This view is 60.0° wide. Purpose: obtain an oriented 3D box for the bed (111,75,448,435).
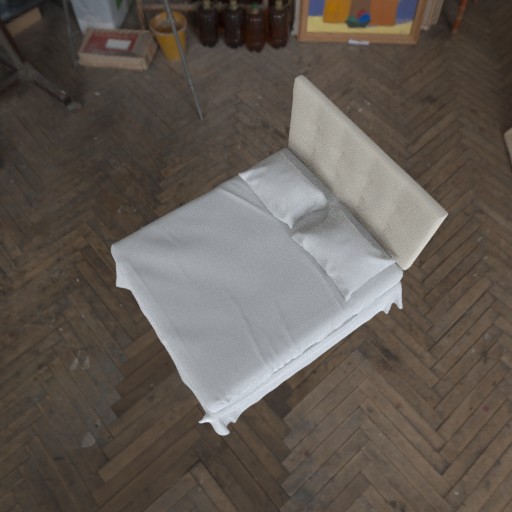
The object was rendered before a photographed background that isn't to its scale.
[{"bbox_3d":[0.000,0.000,3.707,2.222,1.577,1.936,-32,68,-15],"label":"bed"}]
